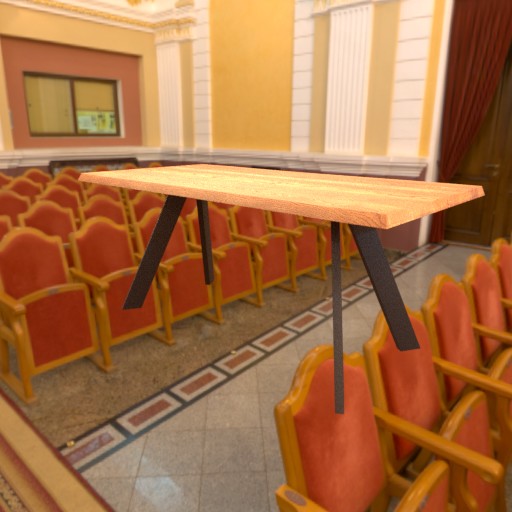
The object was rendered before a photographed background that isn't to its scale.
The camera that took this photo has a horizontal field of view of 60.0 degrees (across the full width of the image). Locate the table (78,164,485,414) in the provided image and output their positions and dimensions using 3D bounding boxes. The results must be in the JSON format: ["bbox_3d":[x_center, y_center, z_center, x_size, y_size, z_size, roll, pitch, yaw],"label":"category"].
[{"bbox_3d":[0.000,0.000,2.232,1.800,0.770,0.900,14,21,40],"label":"table"}]
